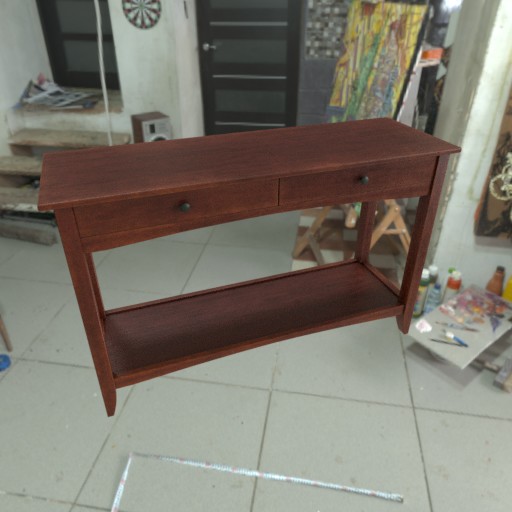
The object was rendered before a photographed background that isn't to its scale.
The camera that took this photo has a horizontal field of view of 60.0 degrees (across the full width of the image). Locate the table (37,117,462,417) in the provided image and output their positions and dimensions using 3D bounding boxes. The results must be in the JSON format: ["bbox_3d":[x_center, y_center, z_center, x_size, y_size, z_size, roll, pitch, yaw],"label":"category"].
[{"bbox_3d":[0.000,0.000,1.513,1.188,0.739,0.392,-11,33,-17],"label":"table"}]
